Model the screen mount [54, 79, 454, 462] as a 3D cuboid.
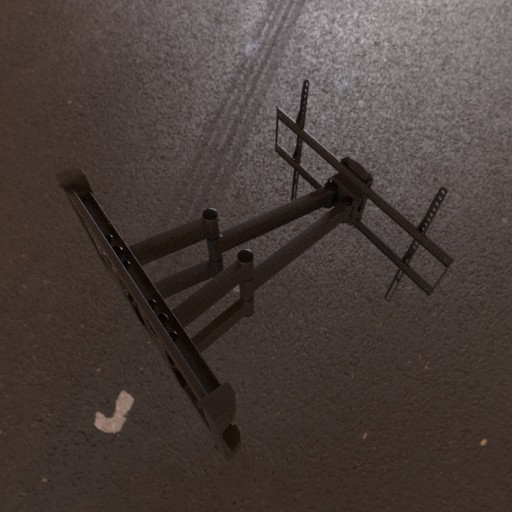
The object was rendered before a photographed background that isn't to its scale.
[{"bbox_3d":[0.000,0.000,1.111,0.644,0.491,0.661,-31,62,-19],"label":"screen mount"}]
